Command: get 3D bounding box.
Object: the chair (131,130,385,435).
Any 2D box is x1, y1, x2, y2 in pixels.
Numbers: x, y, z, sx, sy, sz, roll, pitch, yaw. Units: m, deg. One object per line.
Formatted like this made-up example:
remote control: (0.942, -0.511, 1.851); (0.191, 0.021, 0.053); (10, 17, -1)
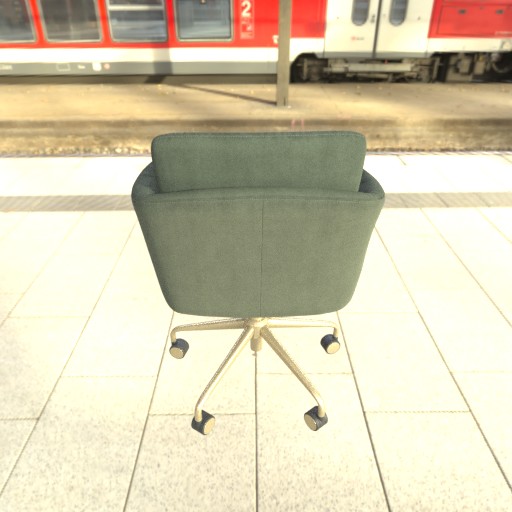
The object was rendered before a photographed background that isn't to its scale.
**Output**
chair: (0.000, 0.000, 1.354); (0.641, 0.908, 0.635); (-1, 31, -2)
